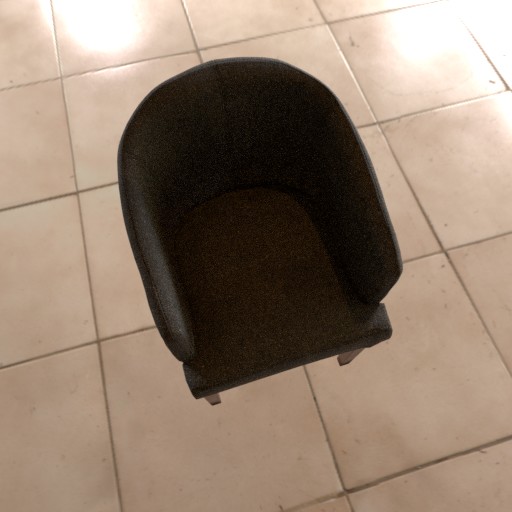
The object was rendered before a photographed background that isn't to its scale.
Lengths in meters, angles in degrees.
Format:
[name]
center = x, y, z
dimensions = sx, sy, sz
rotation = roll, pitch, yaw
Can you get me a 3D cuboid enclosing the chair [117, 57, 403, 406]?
[chair]
center = 0.000, 0.000, 1.239
dimensions = 0.583, 0.811, 0.655
rotation = -16, 66, -7
